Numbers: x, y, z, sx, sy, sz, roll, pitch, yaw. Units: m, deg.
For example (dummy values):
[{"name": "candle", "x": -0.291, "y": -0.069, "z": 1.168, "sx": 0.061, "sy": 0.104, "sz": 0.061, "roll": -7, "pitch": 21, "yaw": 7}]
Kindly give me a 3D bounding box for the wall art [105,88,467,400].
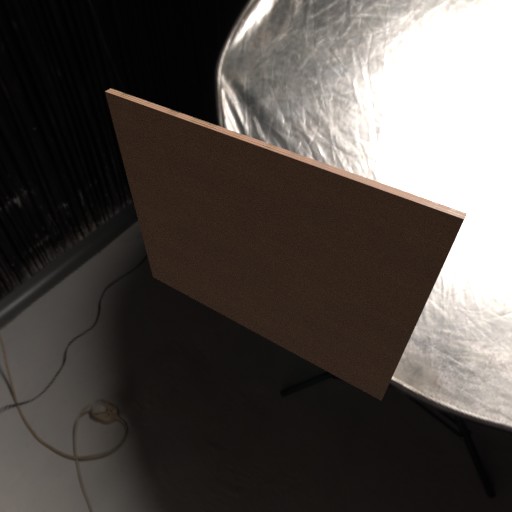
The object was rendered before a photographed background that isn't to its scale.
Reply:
[{"name": "wall art", "x": 0.000, "y": 0.000, "z": 0.694, "sx": 0.508, "sy": 0.408, "sz": 0.012, "roll": 25, "pitch": 52, "yaw": 22}]
